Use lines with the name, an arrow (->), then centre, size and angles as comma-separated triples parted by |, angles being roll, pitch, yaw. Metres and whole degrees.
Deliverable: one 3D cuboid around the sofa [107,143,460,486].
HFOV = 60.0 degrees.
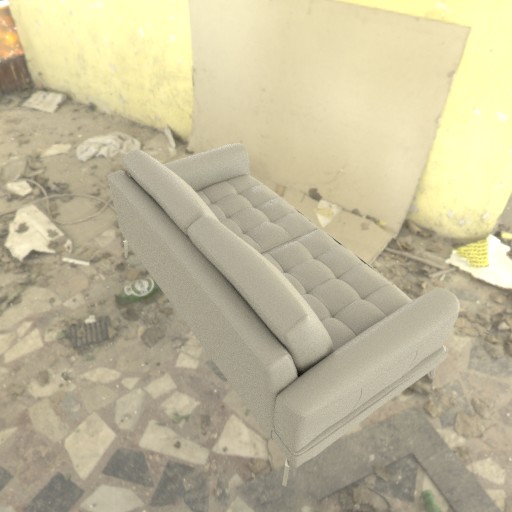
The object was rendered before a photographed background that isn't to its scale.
sofa -> 0.000, 0.000, 2.725 | 1.121, 0.930, 2.177 | -24, 46, -25
